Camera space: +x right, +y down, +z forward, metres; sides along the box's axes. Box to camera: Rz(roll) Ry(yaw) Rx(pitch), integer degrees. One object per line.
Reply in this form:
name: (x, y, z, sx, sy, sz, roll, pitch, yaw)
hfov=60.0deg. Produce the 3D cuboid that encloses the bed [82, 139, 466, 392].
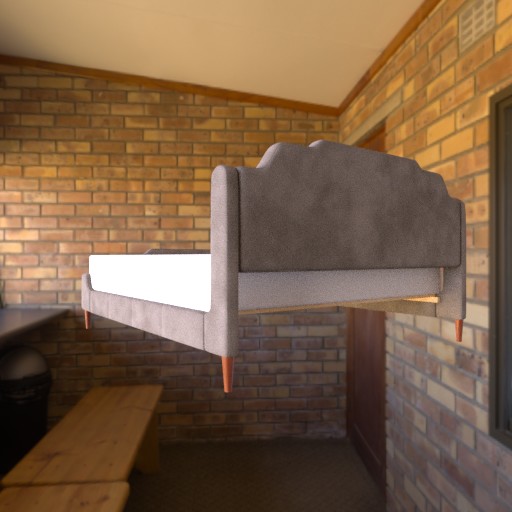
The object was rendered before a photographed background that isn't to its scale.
bed: (0.000, 0.000, 3.532, 2.074, 1.245, 2.340, 0, 0, -37)
